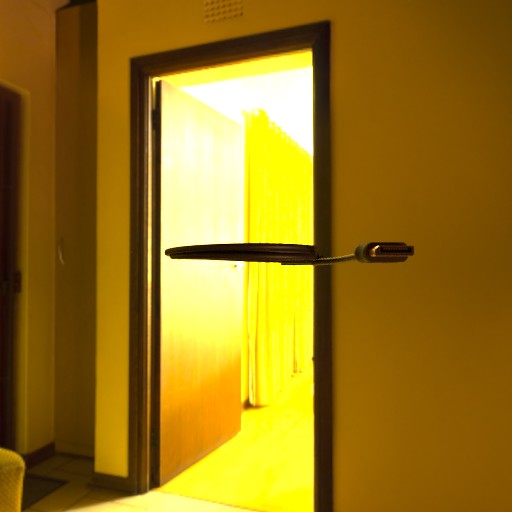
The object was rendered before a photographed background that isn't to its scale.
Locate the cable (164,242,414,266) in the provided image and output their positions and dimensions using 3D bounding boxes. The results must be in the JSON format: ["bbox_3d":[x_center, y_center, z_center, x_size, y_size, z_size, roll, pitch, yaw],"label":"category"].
[{"bbox_3d":[0.000,0.000,0.329,0.136,0.015,0.281,0,-1,0],"label":"cable"}]
